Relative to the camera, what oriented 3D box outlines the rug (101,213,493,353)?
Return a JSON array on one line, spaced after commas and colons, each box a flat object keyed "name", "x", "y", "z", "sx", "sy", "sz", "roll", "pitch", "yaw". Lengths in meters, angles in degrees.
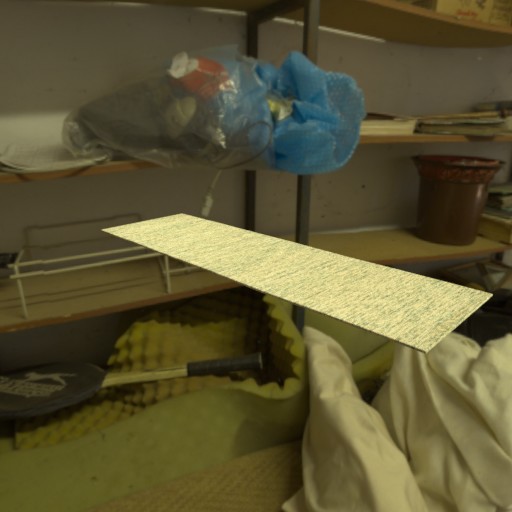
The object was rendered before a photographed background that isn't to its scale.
[{"name": "rug", "x": 0.000, "y": 0.000, "z": 2.507, "sx": 2.290, "sy": 0.014, "sz": 0.700, "roll": 17, "pitch": 25, "yaw": 41}]
